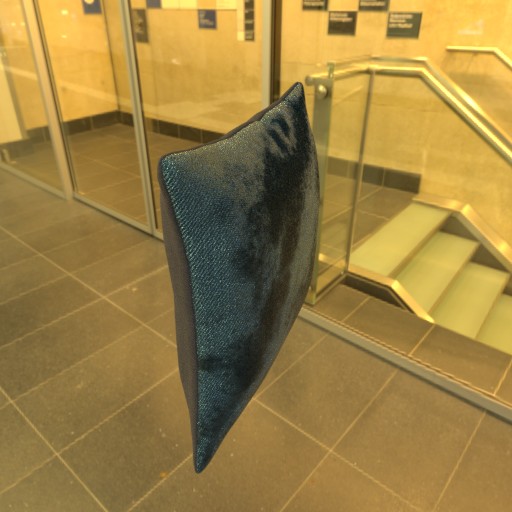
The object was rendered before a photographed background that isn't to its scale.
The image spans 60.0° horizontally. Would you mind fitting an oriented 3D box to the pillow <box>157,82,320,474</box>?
[{"bbox_3d":[0.000,0.000,0.652,0.138,0.430,0.436,11,31,18],"label":"pillow"}]
